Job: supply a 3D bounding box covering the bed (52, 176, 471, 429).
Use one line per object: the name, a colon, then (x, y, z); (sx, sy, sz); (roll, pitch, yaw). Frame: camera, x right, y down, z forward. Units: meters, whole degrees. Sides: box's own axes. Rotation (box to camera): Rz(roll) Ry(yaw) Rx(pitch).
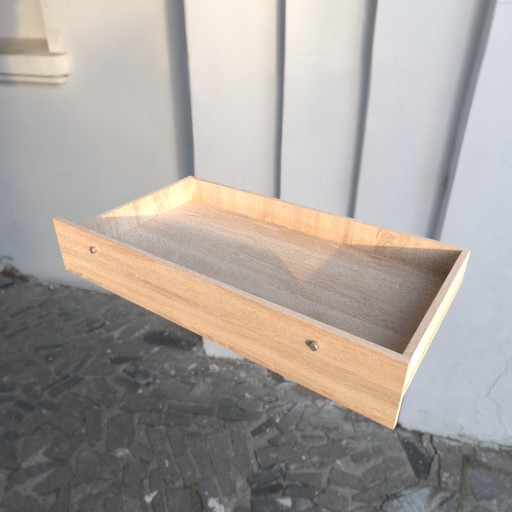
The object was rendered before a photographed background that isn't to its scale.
bed: (0.000, 0.000, 1.476); (1.200, 0.209, 0.685); (19, 35, 29)
